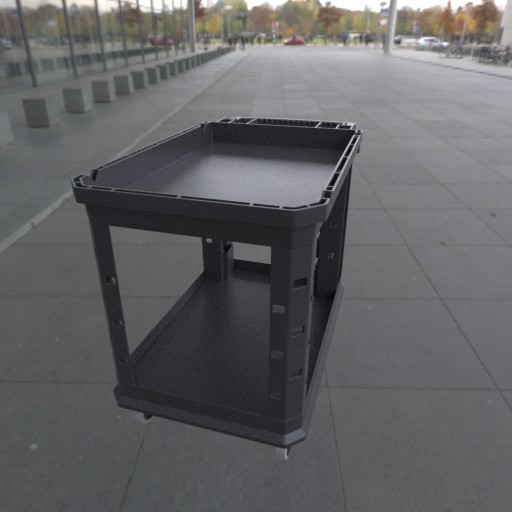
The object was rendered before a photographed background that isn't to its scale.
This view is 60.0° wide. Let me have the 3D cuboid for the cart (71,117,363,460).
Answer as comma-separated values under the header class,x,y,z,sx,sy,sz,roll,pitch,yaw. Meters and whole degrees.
class,x,y,z,sx,sy,sz,roll,pitch,yaw
cart,0.000,0.000,1.742,0.674,0.884,1.239,8,27,15
